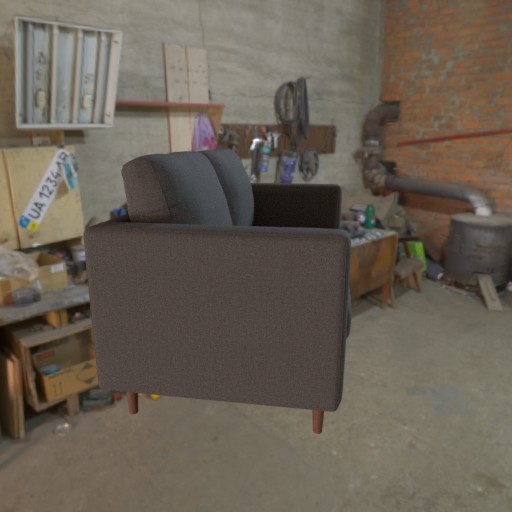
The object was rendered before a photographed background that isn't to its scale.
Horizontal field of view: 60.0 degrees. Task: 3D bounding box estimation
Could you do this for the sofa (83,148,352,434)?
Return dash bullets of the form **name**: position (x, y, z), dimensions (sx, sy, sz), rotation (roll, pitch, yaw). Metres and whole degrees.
- **sofa**: position (0.000, 0.000, 1.955), dimensions (0.796, 0.908, 1.430), rotation (2, 15, 9)
